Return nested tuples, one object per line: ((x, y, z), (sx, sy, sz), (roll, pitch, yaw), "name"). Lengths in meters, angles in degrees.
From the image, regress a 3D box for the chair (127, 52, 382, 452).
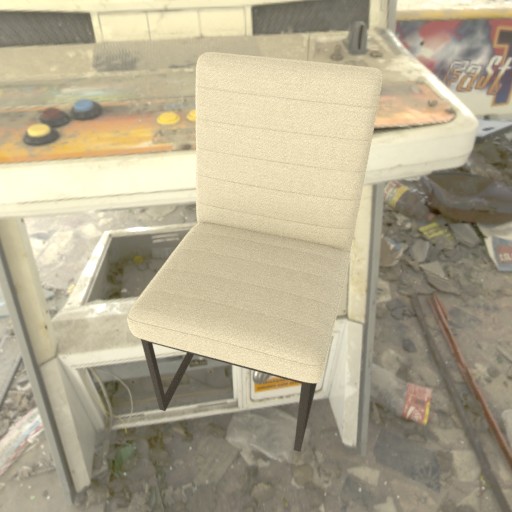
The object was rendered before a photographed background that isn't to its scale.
((0.000, 0.000, 1.284), (0.520, 0.930, 0.634), (11, 42, 13), "chair")
